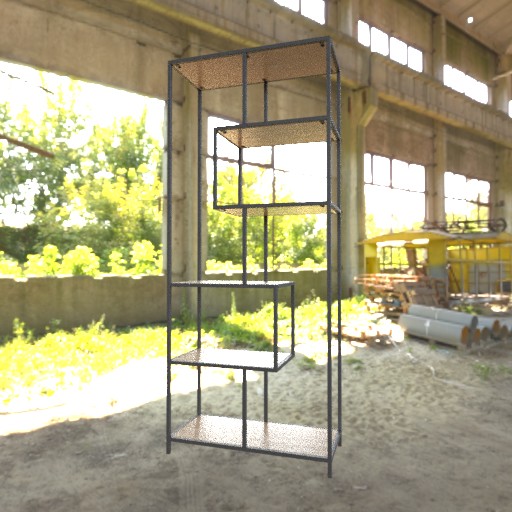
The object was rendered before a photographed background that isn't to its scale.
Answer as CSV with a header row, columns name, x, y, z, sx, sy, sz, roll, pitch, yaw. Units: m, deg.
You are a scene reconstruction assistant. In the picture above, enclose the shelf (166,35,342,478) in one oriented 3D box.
name,x,y,z,sx,sy,sz,roll,pitch,yaw
shelf,0.000,0.000,2.134,0.770,1.850,0.350,0,-1,18
